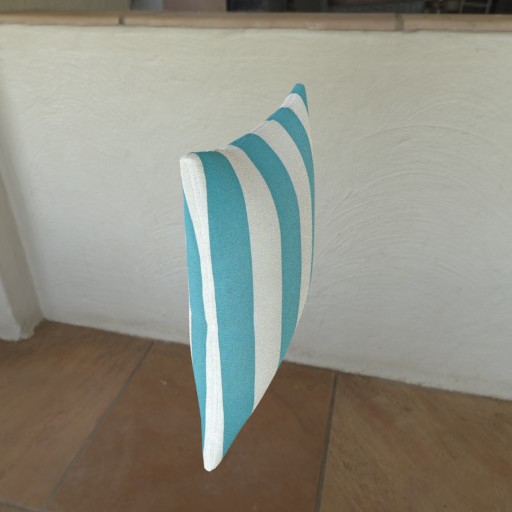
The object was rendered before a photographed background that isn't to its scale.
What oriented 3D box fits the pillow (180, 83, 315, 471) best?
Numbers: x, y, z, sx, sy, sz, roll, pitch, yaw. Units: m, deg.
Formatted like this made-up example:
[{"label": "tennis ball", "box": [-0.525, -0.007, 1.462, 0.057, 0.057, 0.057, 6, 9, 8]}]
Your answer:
[{"label": "pillow", "box": [0.000, 0.000, 0.816, 0.189, 0.526, 0.536, 9, 32, 15]}]
